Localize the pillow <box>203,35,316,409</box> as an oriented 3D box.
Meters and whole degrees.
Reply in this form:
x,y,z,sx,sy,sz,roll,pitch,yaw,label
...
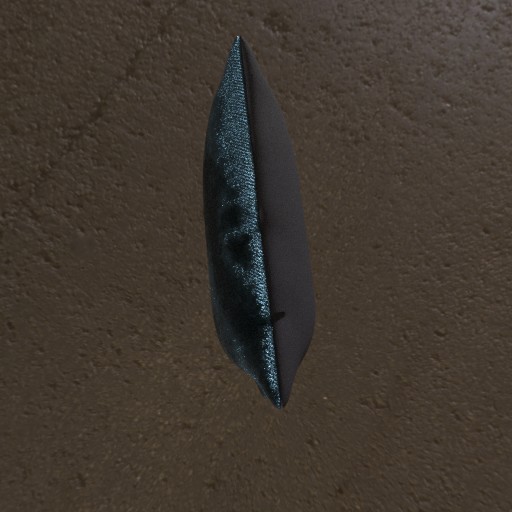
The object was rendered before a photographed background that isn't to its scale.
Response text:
x,y,z,sx,sy,sz,roll,pitch,yaw,label
0.000,0.000,0.664,0.138,0.430,0.436,-6,76,-1,pillow
